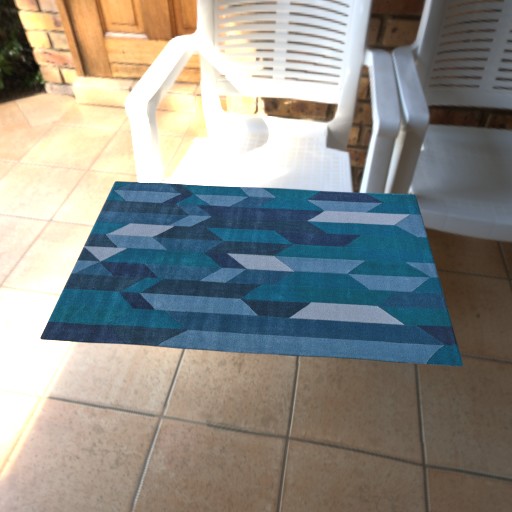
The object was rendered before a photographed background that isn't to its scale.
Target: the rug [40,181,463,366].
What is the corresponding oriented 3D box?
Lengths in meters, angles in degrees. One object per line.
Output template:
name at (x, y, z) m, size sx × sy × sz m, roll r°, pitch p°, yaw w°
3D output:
rug at (0.000, 0.000, 3.043) m, size 2.420 × 0.005 × 1.528 m, roll 3°, pitch 47°, yaw 3°
